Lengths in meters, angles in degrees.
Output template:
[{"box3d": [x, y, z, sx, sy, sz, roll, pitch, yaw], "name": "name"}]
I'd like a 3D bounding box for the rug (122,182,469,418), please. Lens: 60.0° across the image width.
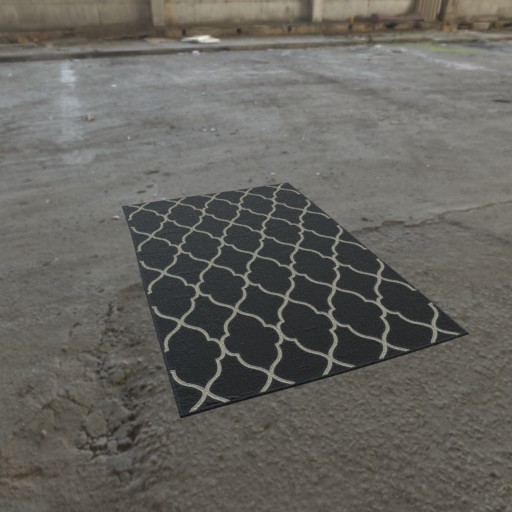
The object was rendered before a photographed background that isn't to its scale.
[{"box3d": [0.000, 0.000, 2.985, 1.526, 0.014, 2.290, -11, 32, -18], "name": "rug"}]
